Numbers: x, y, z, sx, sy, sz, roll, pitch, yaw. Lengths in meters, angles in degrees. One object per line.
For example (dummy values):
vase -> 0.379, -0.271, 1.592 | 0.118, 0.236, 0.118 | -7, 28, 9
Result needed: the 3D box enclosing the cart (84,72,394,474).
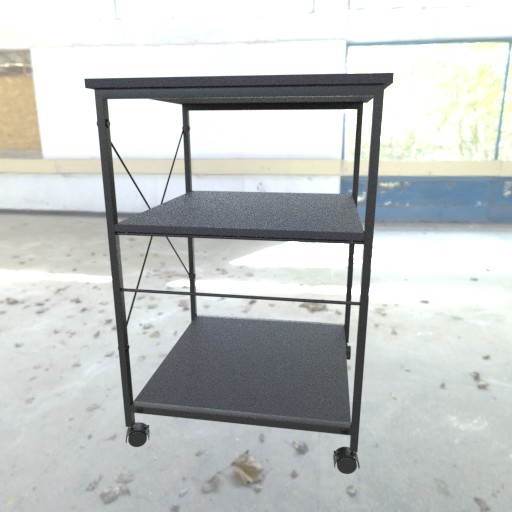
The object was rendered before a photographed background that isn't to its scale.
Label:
cart -> 0.000, 0.000, 1.080 | 0.520, 0.762, 0.521 | 3, 16, 9
